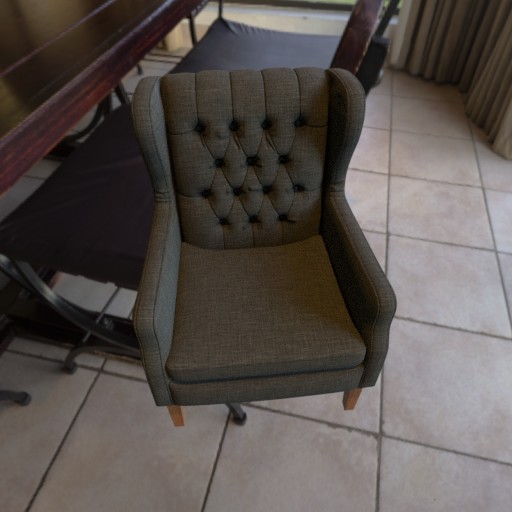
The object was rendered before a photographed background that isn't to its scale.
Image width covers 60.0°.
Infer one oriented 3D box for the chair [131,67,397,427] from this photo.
[{"bbox_3d":[0.000,0.000,1.447,0.711,0.953,0.775,-4,46,-4],"label":"chair"}]
